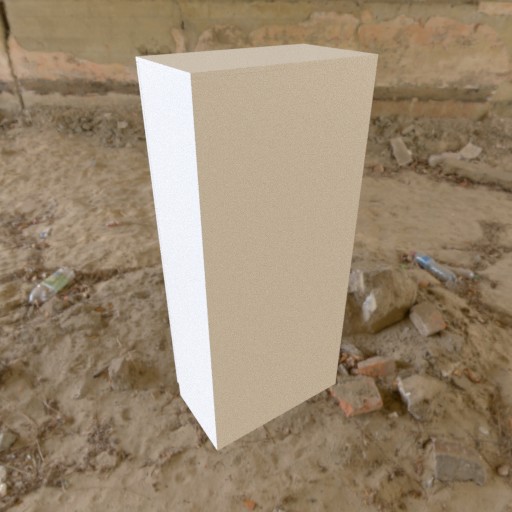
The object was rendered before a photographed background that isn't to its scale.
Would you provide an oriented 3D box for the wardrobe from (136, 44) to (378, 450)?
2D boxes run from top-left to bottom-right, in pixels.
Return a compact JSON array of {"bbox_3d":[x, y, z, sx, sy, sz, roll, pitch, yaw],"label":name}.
[{"bbox_3d":[0.000,0.000,2.043,0.760,1.700,0.470,-19,36,-28],"label":"wardrobe"}]
